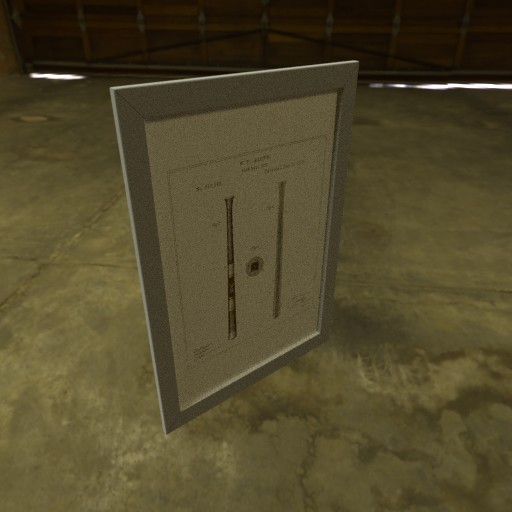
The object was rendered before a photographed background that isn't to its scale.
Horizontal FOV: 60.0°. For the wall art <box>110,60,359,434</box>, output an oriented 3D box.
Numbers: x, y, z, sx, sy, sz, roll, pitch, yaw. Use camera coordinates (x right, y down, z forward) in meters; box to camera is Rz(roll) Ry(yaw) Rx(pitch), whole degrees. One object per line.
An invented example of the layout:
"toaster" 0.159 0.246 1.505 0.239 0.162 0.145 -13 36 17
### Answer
"wall art" 0.000 0.000 0.684 0.374 0.529 0.012 -21 36 -32
